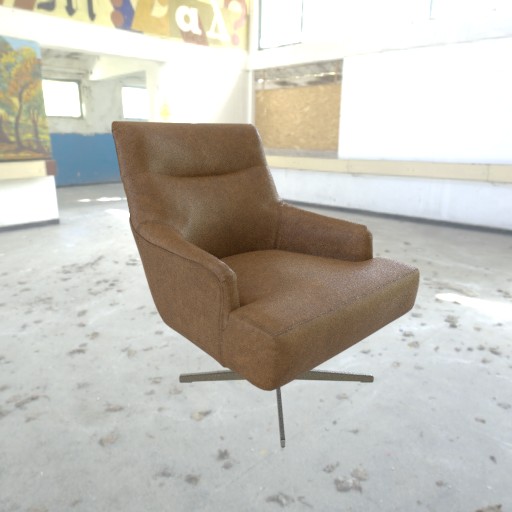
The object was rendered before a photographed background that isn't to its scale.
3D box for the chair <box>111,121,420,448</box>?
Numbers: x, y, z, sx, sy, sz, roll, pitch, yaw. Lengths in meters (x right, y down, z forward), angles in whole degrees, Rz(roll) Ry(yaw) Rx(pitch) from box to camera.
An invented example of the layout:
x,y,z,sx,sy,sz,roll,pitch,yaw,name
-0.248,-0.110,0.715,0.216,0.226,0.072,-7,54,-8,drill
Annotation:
x,y,z,sx,sy,sz,roll,pitch,yaw,name
0.000,0.000,1.488,0.874,0.869,0.729,15,21,43,chair
